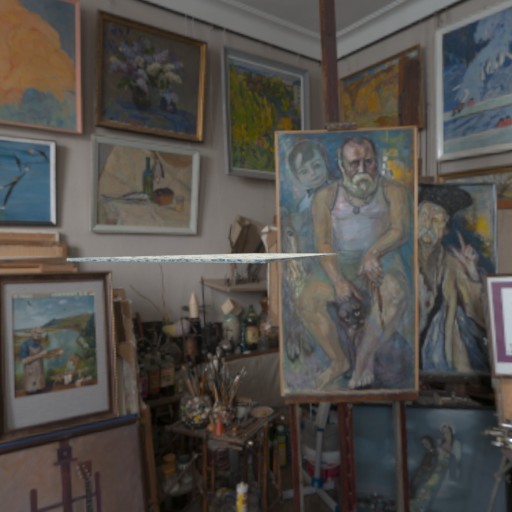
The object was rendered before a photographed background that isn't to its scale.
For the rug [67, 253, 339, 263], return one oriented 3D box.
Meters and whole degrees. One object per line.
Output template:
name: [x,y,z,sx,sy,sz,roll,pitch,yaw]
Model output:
rug: [0.000,0.000,2.706,0.770,0.013,2.434,0,1,16]
